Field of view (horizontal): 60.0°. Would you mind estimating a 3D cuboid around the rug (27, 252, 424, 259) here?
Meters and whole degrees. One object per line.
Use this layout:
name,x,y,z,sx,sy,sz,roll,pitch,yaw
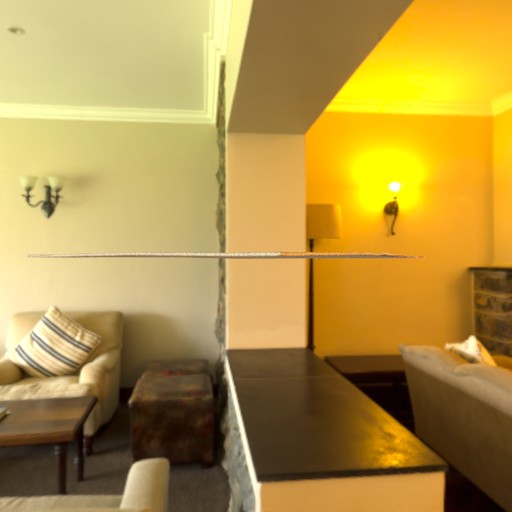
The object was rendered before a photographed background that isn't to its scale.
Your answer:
rug,0.000,0.000,4.319,2.434,0.045,3.202,0,-1,34
